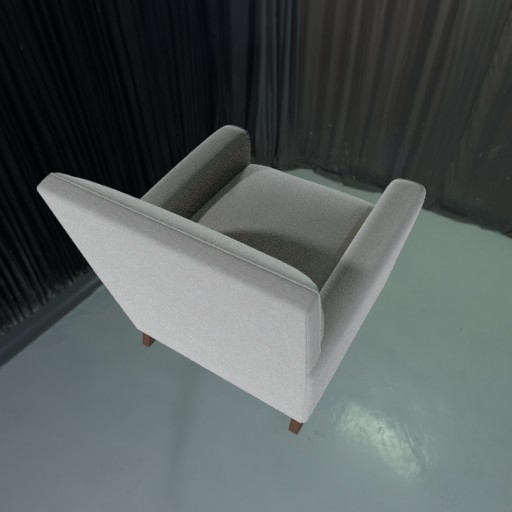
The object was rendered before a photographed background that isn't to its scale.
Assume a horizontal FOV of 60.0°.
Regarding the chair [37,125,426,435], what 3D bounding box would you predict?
[{"bbox_3d":[0.000,0.000,1.515,0.840,0.846,0.871,24,49,22],"label":"chair"}]
